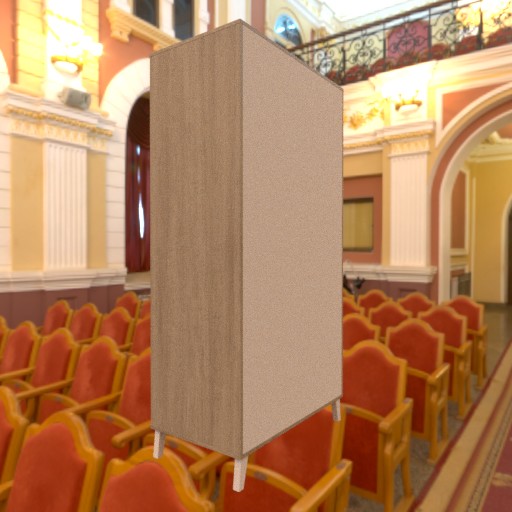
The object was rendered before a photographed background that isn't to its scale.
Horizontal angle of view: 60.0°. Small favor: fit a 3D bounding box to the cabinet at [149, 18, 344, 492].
[{"bbox_3d":[0.000,0.000,2.438,0.571,1.999,1.006,1,1,36],"label":"cabinet"}]
